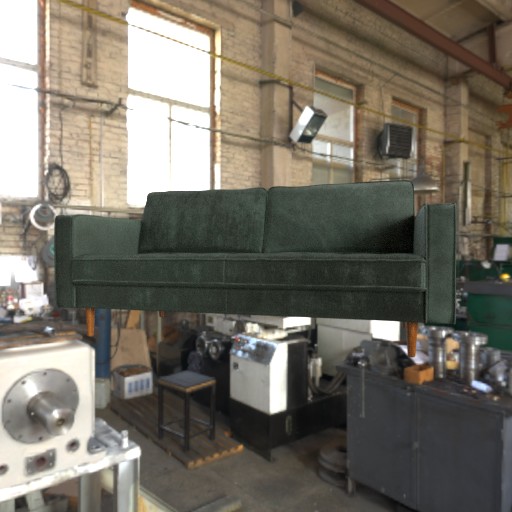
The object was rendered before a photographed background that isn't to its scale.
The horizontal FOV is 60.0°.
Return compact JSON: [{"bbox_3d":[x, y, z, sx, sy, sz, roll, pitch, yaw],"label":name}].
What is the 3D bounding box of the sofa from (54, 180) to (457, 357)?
[{"bbox_3d":[0.000,0.000,2.272,1.816,0.781,0.886,0,0,17],"label":"sofa"}]
